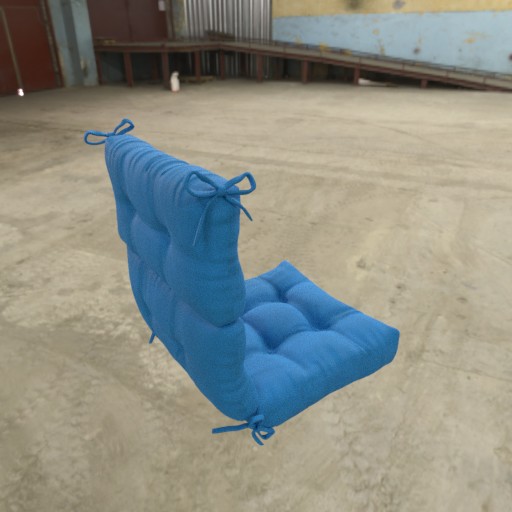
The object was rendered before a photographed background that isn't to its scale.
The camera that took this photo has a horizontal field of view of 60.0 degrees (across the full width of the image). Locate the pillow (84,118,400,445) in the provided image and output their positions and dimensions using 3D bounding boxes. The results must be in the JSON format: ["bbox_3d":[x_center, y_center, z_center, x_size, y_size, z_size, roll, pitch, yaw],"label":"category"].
[{"bbox_3d":[0.000,0.000,1.039,0.571,0.605,0.519,-17,31,-31],"label":"pillow"}]
